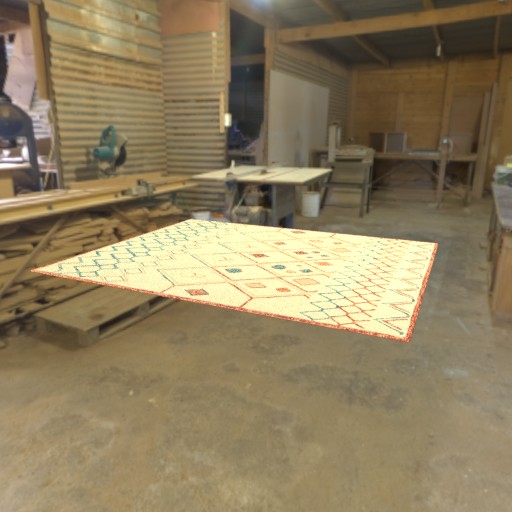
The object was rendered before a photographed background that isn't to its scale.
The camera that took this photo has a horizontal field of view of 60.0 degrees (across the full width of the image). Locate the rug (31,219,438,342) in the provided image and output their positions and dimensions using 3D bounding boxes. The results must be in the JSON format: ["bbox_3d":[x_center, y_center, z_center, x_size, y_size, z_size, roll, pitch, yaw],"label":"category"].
[{"bbox_3d":[0.000,0.000,4.172,3.050,0.016,2.441,7,18,24],"label":"rug"}]
